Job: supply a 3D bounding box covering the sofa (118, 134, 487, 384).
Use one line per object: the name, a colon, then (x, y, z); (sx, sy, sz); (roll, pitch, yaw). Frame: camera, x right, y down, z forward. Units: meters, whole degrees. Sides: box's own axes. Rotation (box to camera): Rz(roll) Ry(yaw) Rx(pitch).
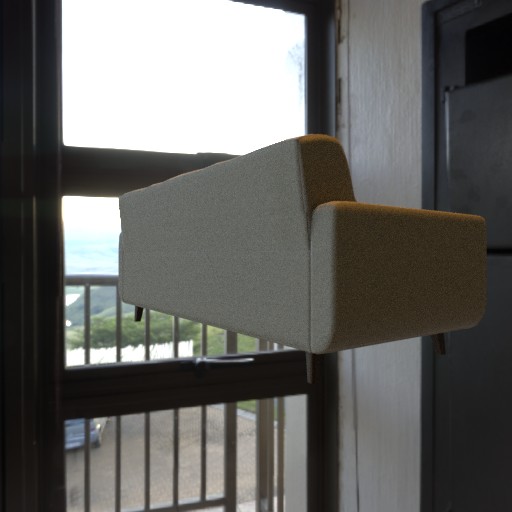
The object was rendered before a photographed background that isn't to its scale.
sofa: (0.000, 0.000, 2.516); (0.980, 0.892, 2.137); (0, 0, -35)
